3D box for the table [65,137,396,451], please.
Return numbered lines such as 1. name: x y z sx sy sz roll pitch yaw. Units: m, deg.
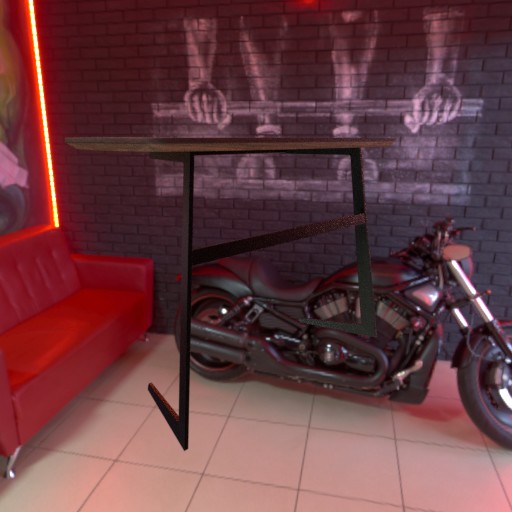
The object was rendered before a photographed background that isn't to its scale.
1. table: 0.000 0.000 1.118 0.361 0.576 0.804 14 20 43
